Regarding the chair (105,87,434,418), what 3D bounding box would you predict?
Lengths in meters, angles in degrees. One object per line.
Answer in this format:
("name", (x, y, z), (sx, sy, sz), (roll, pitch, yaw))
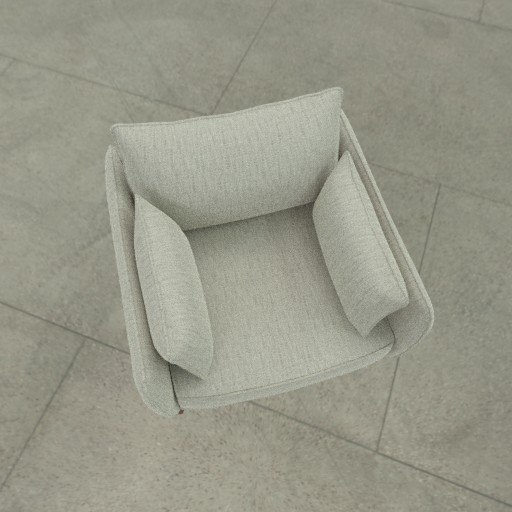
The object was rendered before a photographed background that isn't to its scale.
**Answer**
("chair", (0.000, 0.000, 1.700), (0.994, 0.855, 0.991), (-13, 64, -6))
